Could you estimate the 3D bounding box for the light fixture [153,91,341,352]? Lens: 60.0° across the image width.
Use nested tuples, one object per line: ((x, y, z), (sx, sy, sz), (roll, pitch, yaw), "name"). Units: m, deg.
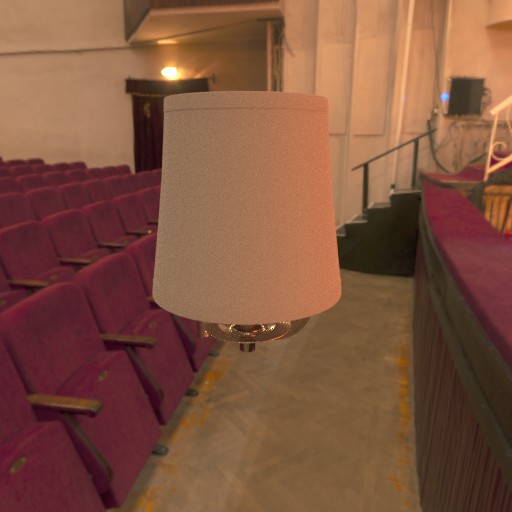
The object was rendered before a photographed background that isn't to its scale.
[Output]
((0.000, 0.000, 0.588), (0.223, 0.381, 0.348), (2, 15, 9), "light fixture")
